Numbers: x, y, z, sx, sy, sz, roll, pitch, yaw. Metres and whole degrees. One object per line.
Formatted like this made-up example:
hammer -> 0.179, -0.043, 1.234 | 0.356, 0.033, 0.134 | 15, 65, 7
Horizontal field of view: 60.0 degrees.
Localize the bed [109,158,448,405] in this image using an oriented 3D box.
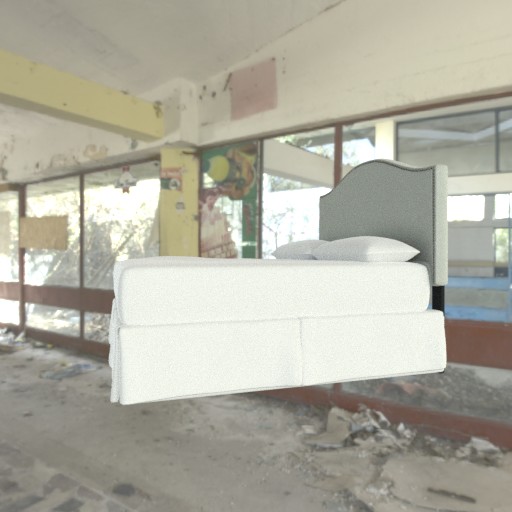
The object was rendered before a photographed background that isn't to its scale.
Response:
bed -> 0.000, 0.000, 3.456 | 2.180, 1.607, 1.813 | 0, 0, -19
